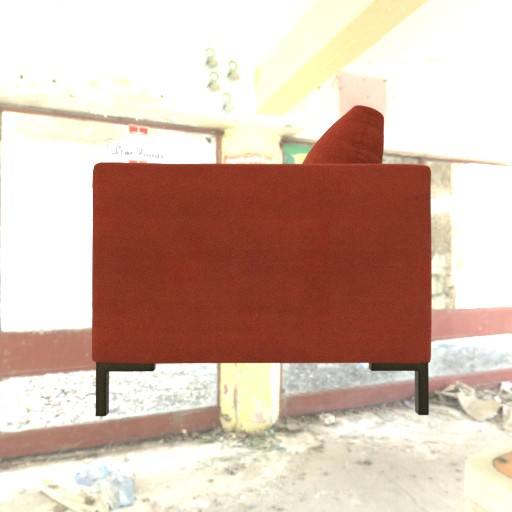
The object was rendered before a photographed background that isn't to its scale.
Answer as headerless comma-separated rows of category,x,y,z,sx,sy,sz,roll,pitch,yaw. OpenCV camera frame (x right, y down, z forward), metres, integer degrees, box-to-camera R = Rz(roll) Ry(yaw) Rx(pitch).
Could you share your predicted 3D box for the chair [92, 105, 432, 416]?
chair,0.000,0.000,1.555,0.875,0.812,0.964,0,-1,-1
